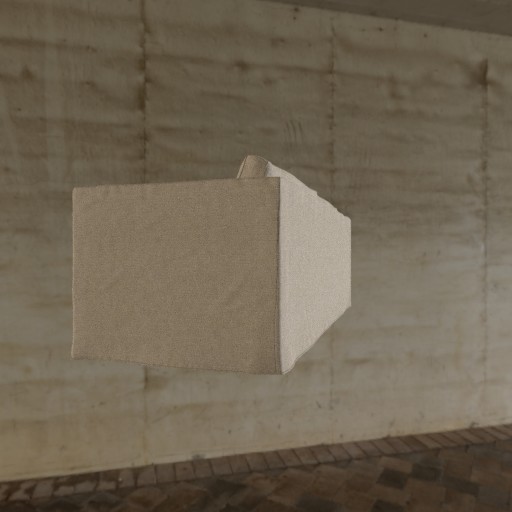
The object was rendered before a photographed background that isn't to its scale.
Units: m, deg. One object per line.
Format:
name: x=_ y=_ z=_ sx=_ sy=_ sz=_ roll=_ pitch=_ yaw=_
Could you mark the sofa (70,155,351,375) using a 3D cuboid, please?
sofa: x=0.000 y=0.000 z=2.790 sx=0.956 sy=0.847 sz=2.296 roll=0 pitch=1 yaw=18
